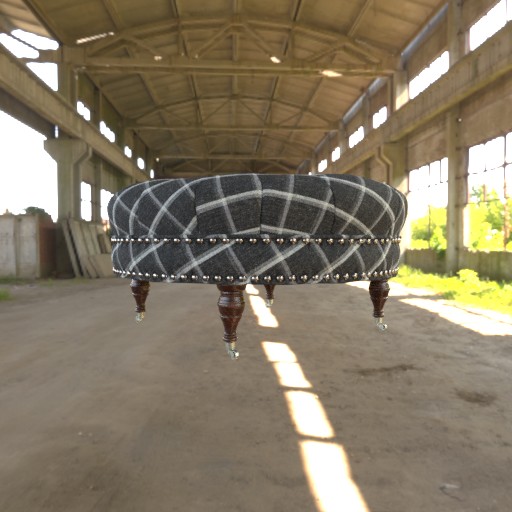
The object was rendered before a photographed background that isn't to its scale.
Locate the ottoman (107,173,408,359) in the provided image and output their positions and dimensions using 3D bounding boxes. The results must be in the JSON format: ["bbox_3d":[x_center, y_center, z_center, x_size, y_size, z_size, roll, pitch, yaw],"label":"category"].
[{"bbox_3d":[0.000,0.000,1.380,0.901,0.439,0.901,0,2,0],"label":"ottoman"}]
